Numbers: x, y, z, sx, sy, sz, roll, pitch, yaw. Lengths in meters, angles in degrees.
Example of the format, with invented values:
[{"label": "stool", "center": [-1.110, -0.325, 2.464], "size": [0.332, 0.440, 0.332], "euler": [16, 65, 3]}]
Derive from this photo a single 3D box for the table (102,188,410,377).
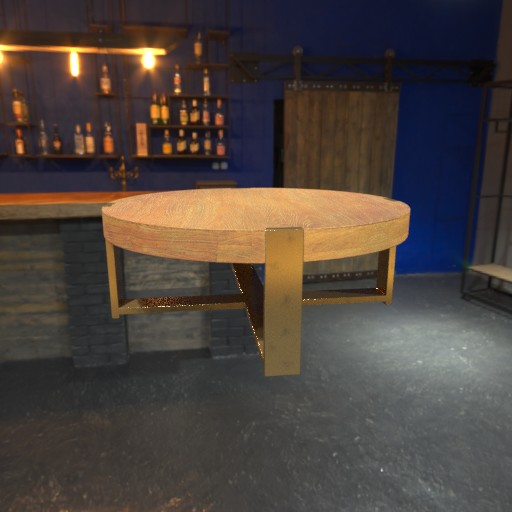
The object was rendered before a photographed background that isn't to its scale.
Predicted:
[{"label": "table", "center": [0.000, 0.000, 1.726], "size": [1.100, 0.420, 1.100], "euler": [0, 14, 0]}]
